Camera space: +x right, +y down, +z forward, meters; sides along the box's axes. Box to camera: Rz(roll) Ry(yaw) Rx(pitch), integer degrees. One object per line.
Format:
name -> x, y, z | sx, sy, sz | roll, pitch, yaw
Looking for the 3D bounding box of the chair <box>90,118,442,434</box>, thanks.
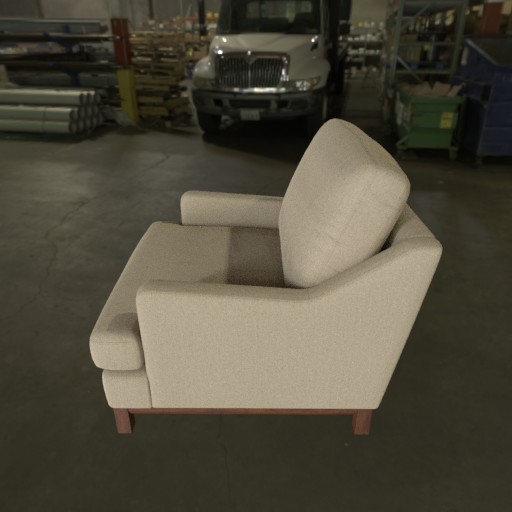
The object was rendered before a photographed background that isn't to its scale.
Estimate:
chair -> 0.000, 0.000, 1.666 | 1.001, 0.916, 0.912 | 0, 27, 0
